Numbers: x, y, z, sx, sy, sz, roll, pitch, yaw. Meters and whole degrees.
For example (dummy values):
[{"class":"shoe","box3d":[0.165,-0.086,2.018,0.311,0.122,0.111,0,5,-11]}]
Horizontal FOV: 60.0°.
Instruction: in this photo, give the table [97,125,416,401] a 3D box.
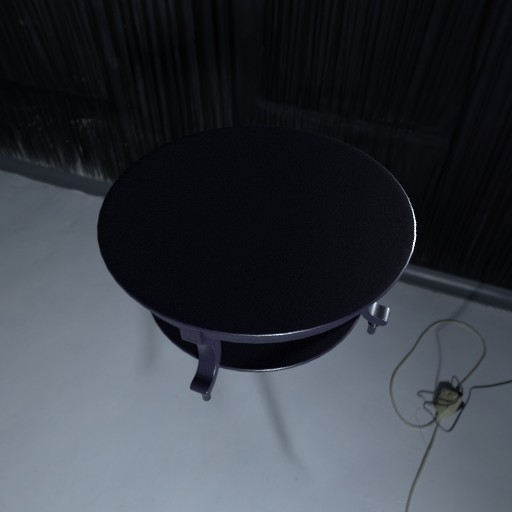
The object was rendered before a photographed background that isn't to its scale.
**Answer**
[{"class":"table","box3d":[0.000,0.000,1.641,1.029,0.491,1.029,0,46,0]}]
